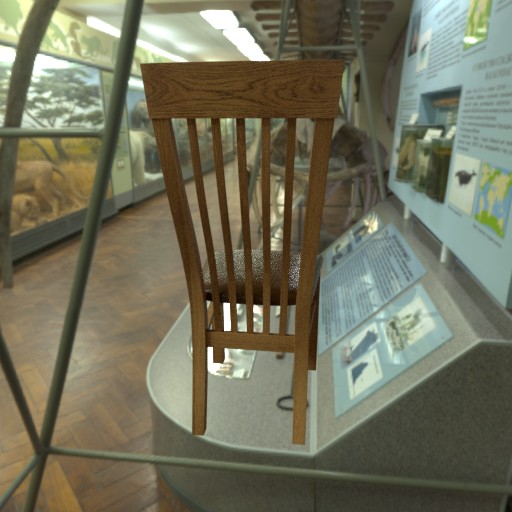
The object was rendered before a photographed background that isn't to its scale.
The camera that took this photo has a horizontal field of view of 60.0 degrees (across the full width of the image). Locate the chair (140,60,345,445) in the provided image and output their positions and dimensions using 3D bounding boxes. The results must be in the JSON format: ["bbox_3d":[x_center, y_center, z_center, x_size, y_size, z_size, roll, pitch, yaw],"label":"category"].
[{"bbox_3d":[0.000,0.000,1.375,0.450,1.050,0.580,2,17,7],"label":"chair"}]
